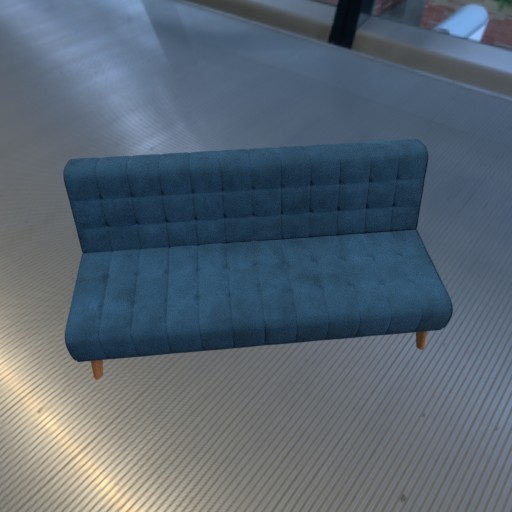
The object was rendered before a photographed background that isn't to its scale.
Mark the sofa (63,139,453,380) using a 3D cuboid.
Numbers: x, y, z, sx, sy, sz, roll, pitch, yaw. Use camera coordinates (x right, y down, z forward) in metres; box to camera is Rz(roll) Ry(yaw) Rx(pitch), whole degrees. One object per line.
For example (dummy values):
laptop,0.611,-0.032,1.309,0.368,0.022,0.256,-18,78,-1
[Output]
sofa,0.000,0.000,2.297,1.804,0.813,0.855,-4,48,-4
